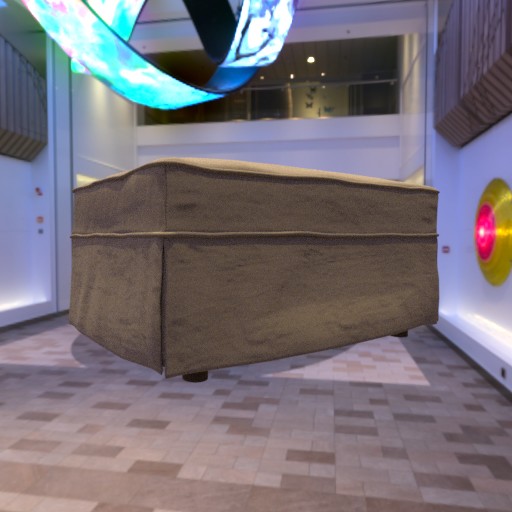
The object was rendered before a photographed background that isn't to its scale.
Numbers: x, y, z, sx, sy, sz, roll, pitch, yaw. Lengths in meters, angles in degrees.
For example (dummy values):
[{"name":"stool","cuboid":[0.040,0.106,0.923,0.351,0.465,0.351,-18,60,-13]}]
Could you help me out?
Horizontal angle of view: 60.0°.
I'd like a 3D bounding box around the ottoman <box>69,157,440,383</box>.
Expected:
[{"name":"ottoman","cuboid":[0.000,0.000,1.322,0.944,0.479,0.703,-2,3,-36]}]
